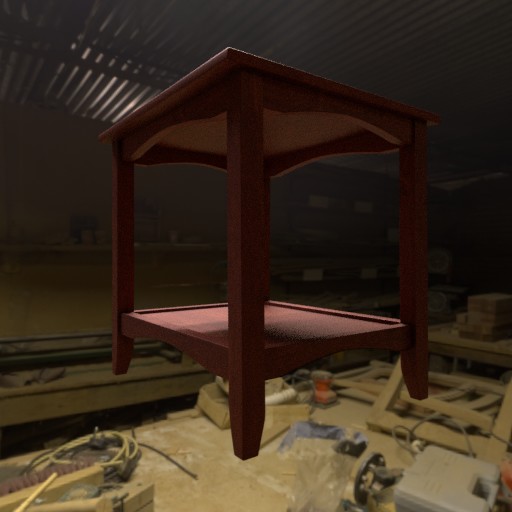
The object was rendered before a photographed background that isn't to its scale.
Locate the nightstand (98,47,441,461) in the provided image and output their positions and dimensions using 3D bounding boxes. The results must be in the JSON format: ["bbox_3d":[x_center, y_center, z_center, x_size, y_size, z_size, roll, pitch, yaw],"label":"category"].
[{"bbox_3d":[0.000,0.000,0.957,0.501,0.558,0.558,0,1,-36],"label":"nightstand"}]
